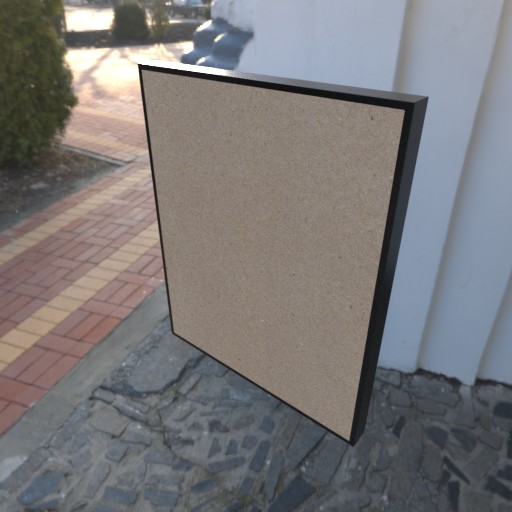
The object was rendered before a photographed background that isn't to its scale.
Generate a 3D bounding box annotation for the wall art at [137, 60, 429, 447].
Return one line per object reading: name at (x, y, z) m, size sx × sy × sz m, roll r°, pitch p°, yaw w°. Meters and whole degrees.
wall art at (0.000, 0.000, 0.726) m, size 0.448 × 0.551 × 0.038 m, roll 23°, pitch 38°, yaw 33°
